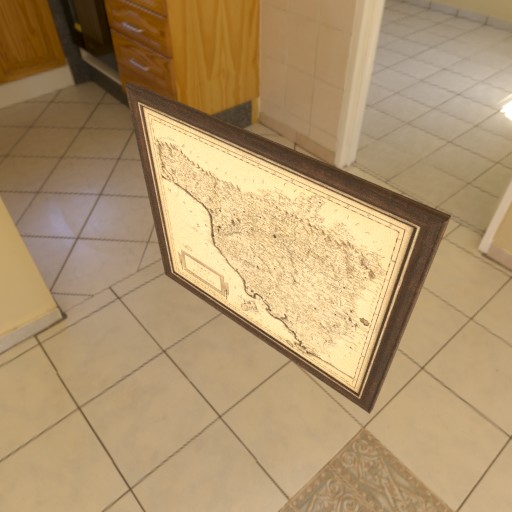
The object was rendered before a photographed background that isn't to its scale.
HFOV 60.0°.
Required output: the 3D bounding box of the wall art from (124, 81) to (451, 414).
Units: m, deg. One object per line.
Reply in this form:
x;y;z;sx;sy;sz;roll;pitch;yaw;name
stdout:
0.000;0.000;1.459;1.033;0.875;0.023;30;52;26;wall art
